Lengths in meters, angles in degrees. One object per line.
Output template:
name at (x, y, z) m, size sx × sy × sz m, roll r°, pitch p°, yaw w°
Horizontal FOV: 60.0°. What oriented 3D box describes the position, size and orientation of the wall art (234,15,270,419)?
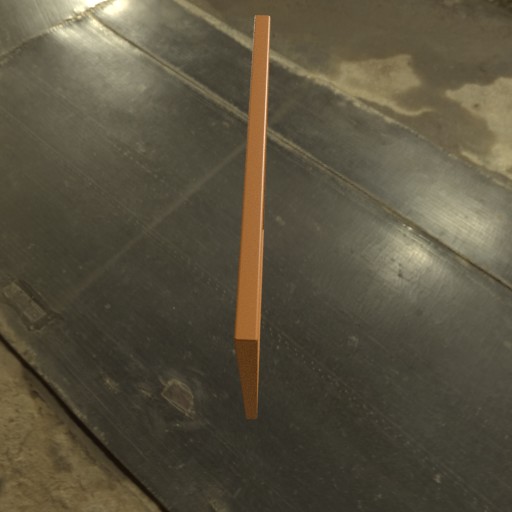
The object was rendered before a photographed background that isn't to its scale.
wall art at (0.000, 0.000, 0.510) m, size 0.015 × 0.379 × 0.310 m, roll 2°, pitch 63°, yaw 1°
